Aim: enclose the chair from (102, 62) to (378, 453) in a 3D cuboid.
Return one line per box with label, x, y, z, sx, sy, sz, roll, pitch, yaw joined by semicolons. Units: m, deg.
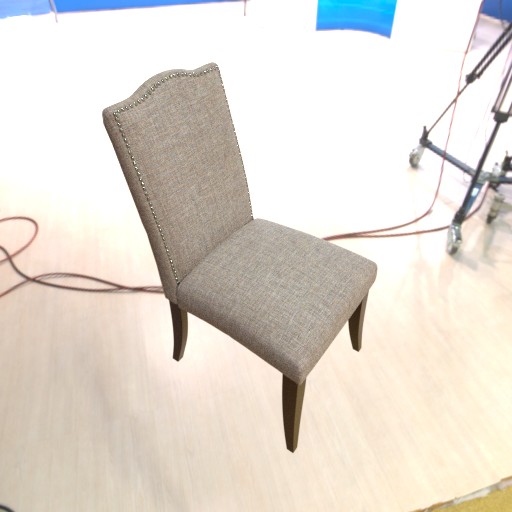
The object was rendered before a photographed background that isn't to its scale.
chair;0.000;0.000;1.403;0.660;1.016;0.513;25;48;25
